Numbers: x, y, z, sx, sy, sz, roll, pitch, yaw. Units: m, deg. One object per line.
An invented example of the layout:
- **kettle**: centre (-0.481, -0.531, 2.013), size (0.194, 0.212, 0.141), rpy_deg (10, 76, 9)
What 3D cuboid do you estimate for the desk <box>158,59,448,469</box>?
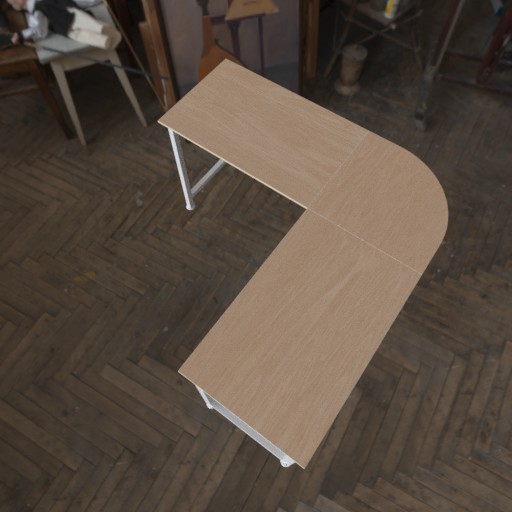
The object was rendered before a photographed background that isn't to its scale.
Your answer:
- **desk**: centre (0.000, 0.000, 2.231), size (1.400, 0.762, 1.400), rpy_deg (33, 67, 16)
